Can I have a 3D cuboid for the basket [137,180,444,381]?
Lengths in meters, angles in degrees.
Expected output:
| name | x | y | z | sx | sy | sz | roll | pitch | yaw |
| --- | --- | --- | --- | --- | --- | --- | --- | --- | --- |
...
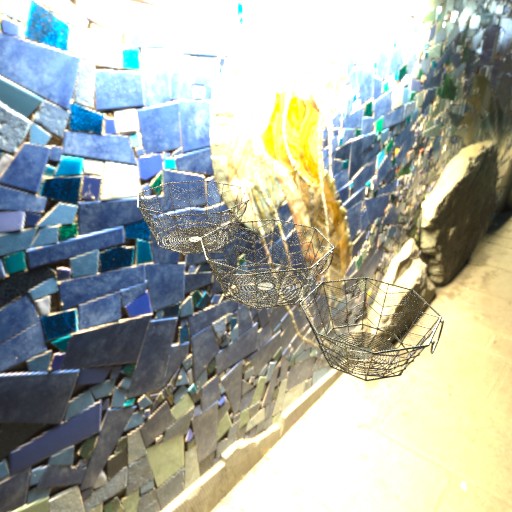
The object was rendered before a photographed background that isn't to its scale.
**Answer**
| name | x | y | z | sx | sy | sz | roll | pitch | yaw |
| --- | --- | --- | --- | --- | --- | --- | --- | --- | --- |
| basket | 0.000 | 0.000 | 1.387 | 0.432 | 0.178 | 1.246 | -17 | 30 | -32 |
